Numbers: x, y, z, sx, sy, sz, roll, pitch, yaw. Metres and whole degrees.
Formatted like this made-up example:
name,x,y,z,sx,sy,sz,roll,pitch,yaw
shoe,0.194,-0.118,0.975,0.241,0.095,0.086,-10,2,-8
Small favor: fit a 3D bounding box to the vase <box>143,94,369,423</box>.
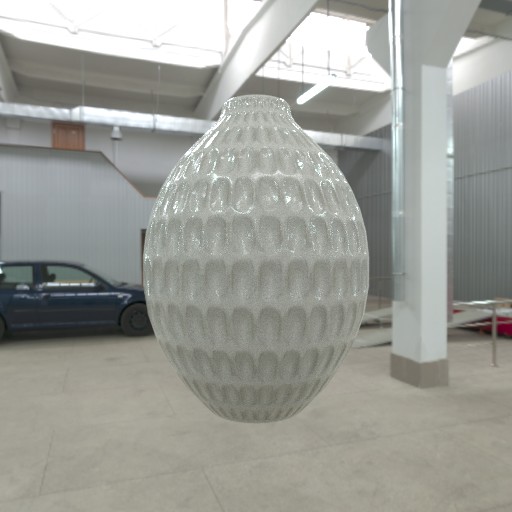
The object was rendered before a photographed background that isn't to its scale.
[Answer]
name,x,y,z,sx,sy,sz,roll,pitch,yaw
vase,0.000,0.000,0.328,0.162,0.223,0.162,0,0,0
